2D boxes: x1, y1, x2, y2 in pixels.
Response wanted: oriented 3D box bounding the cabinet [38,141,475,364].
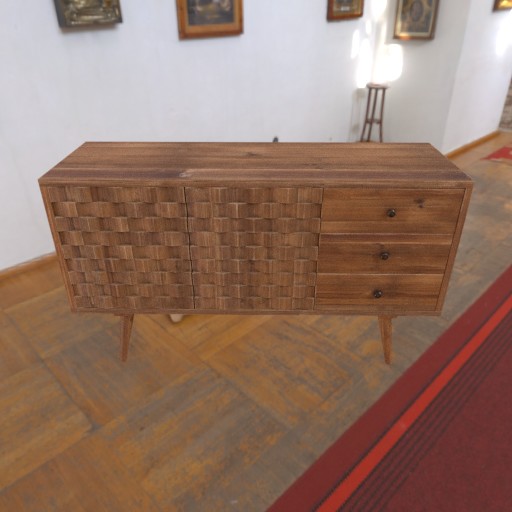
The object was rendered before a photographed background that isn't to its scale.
[{"bbox_3d":[0.000,0.000,1.799,1.400,0.800,0.472,0,30,1],"label":"cabinet"}]
